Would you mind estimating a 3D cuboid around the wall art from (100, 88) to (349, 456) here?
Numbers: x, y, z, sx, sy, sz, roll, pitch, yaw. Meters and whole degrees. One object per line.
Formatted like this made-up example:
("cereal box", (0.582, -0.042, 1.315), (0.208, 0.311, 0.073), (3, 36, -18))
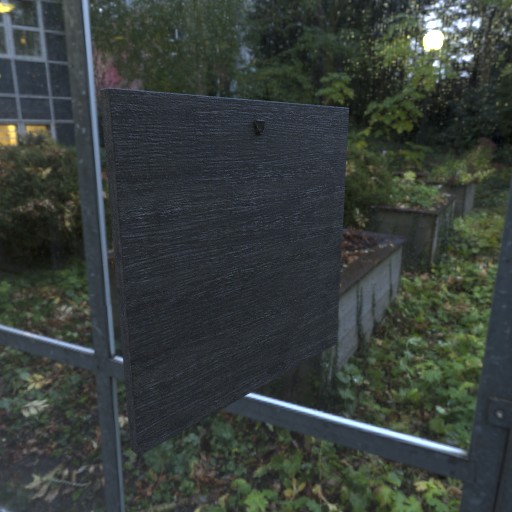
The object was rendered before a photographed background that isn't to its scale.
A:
("wall art", (0.000, 0.000, 0.693), (0.027, 0.459, 0.462), (14, 20, 42))
